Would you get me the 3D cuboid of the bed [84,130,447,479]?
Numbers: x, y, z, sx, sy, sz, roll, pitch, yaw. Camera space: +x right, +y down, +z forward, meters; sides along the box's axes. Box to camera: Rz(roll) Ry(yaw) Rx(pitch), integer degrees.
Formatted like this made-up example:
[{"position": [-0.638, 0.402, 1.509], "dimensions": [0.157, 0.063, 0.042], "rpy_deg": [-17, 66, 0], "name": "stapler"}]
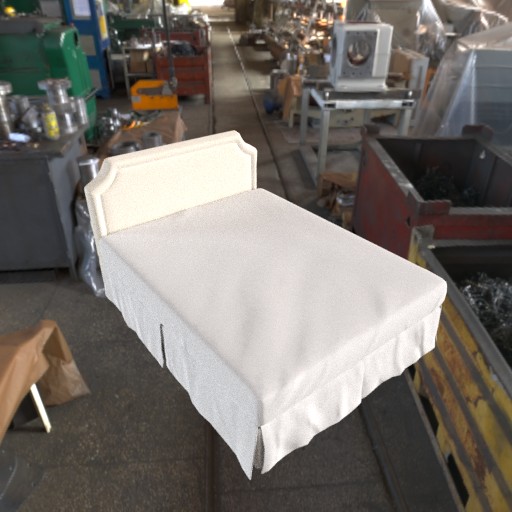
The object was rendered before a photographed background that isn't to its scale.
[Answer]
[{"position": [0.000, 0.000, 3.662], "dimensions": [1.977, 1.293, 2.498], "rpy_deg": [-23, 38, -32], "name": "bed"}]
